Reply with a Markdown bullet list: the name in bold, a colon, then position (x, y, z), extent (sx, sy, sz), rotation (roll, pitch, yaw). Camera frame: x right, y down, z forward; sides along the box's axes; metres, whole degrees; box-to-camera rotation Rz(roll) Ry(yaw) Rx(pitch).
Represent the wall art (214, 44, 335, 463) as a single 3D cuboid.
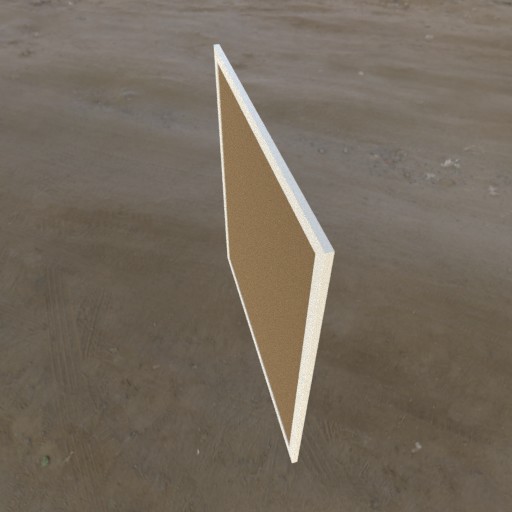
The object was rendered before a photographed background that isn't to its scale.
- **wall art**: position (0.000, 0.000, 1.197), extent (0.015, 0.812, 0.812), rotation (-11, 46, -10)
